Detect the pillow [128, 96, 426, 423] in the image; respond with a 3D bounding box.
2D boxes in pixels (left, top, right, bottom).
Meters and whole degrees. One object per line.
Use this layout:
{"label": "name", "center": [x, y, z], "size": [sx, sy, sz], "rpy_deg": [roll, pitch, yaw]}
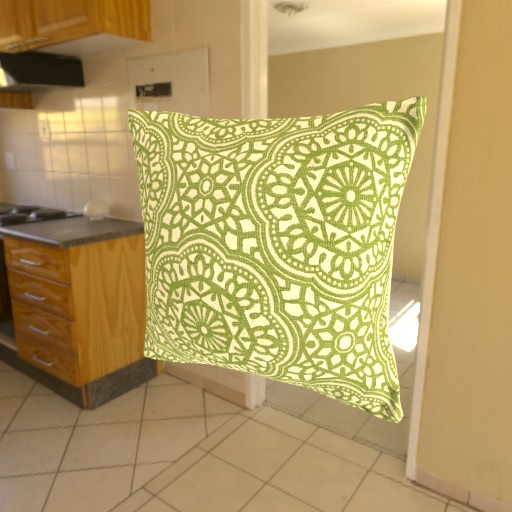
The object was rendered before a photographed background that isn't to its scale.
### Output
{"label": "pillow", "center": [0.000, 0.000, 0.641], "size": [0.440, 0.419, 0.162], "rpy_deg": [7, 16, 25]}
